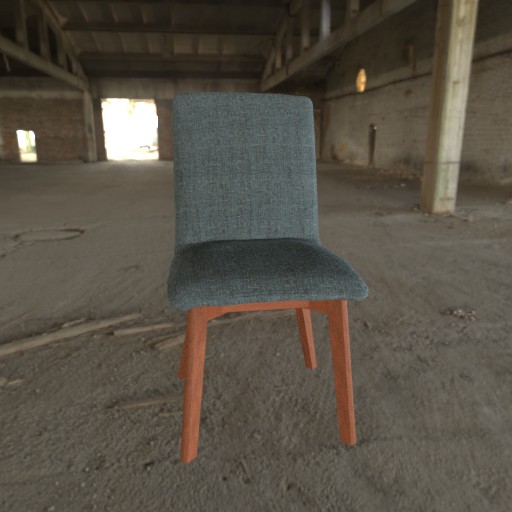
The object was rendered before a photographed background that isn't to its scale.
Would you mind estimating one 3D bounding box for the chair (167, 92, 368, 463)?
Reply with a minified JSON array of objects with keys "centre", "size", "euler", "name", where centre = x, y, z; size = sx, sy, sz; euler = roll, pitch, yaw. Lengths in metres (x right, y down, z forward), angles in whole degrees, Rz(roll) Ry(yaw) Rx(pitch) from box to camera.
[{"centre":[0.000,0.000,1.338],"size":[0.522,0.974,0.563],"euler":[-2,15,-9],"name":"chair"}]
